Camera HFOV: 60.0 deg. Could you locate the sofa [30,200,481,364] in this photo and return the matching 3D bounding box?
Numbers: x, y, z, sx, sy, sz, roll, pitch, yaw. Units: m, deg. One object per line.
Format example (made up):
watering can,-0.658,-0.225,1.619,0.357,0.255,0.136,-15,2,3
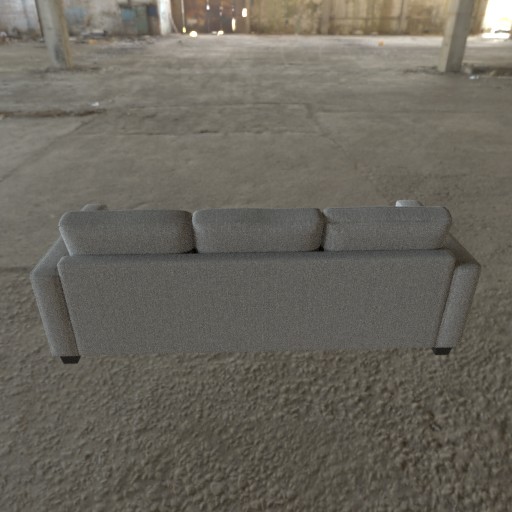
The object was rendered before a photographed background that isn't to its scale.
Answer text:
sofa,0.000,0.000,2.512,2.120,0.800,0.900,-1,29,-2
